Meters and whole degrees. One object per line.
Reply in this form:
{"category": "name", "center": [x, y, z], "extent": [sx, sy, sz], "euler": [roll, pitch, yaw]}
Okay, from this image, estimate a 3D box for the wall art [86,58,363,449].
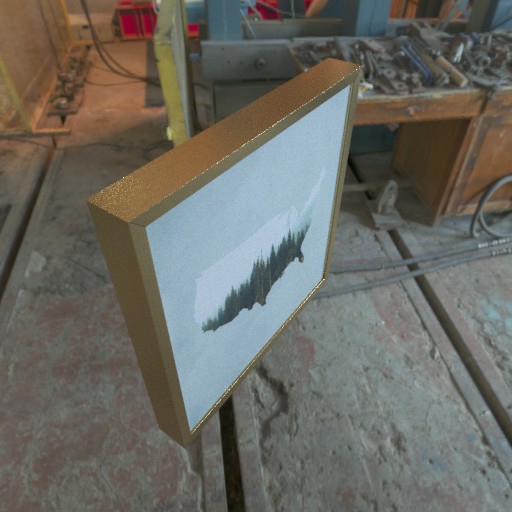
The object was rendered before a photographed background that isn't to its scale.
{"category": "wall art", "center": [0.000, 0.000, 0.459], "extent": [0.038, 0.304, 0.304], "euler": [26, 49, 25]}
